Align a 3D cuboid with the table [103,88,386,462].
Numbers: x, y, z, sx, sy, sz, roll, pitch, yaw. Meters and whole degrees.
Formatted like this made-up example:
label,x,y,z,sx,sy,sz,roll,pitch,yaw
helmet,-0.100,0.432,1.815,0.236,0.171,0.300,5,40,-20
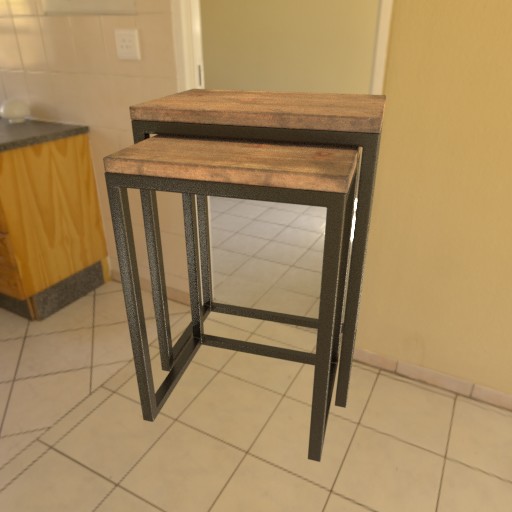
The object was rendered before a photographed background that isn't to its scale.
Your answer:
label,x,y,z,sx,sy,sz,roll,pitch,yaw
table,0.000,0.000,0.947,0.456,0.615,0.460,8,28,16
